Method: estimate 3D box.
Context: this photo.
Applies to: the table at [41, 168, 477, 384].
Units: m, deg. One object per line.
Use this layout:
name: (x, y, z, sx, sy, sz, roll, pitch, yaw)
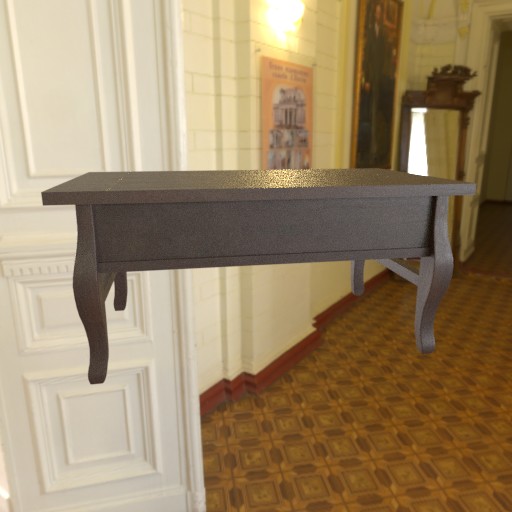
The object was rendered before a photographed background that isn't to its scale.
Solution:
table: (0.000, 0.000, 1.403, 1.062, 0.494, 0.600, -3, 15, -10)
